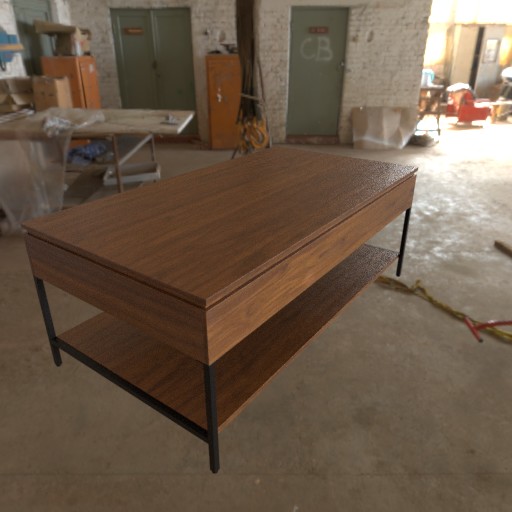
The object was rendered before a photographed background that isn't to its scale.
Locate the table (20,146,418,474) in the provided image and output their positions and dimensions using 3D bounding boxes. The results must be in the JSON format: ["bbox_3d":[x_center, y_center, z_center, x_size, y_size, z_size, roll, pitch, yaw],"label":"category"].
[{"bbox_3d":[0.000,0.000,1.342,0.574,0.414,1.057,18,31,32],"label":"table"}]
